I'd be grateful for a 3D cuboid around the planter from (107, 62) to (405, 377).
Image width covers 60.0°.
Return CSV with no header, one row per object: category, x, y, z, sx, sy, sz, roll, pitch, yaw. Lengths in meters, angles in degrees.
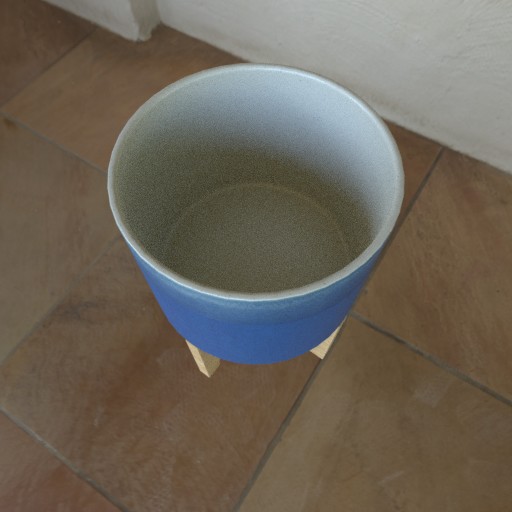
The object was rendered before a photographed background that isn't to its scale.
planter,0.000,0.000,0.405,0.192,0.263,0.192,0,63,0
